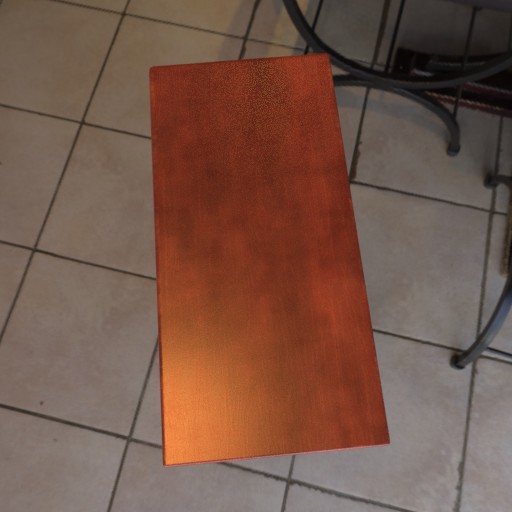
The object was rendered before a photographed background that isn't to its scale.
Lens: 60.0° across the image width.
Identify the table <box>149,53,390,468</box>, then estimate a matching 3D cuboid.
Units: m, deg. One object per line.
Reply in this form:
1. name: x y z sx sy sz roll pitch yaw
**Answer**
1. table: 0.000 0.000 1.484 0.580 0.485 1.171 -5 75 -1
